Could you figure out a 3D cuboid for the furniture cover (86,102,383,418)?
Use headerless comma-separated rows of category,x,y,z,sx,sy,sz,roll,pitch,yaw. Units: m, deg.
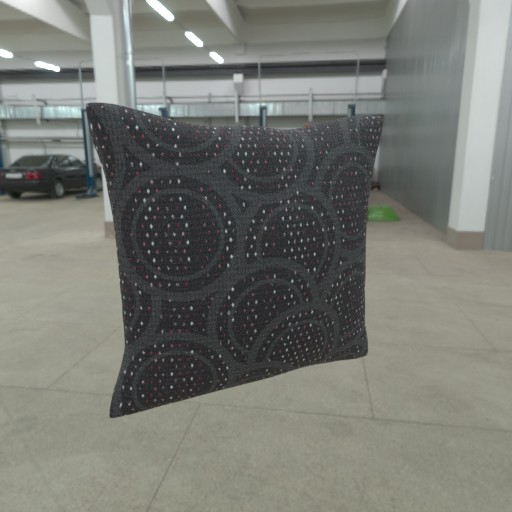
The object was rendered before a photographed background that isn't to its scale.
furniture cover,0.000,0.000,0.808,0.552,0.509,0.193,-7,15,-26
